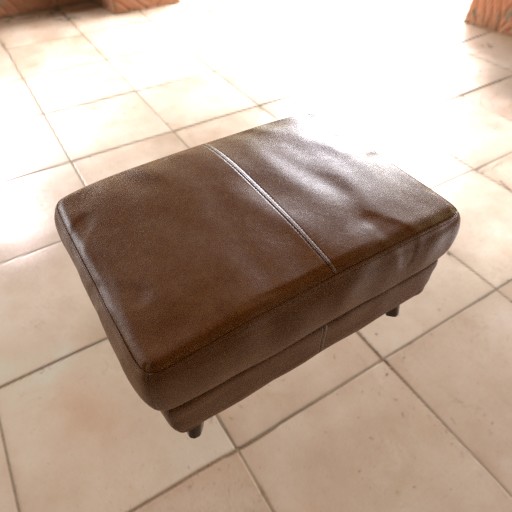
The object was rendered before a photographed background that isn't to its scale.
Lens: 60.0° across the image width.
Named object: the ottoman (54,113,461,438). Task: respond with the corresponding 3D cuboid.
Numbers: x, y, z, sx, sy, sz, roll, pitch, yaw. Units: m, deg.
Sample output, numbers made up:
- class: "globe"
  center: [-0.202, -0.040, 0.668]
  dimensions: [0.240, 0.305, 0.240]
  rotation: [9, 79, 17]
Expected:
- class: "ottoman"
  center: [0.000, 0.000, 1.211]
  dimensions: [0.869, 0.461, 0.630]
  rotation: [-25, 51, -22]
